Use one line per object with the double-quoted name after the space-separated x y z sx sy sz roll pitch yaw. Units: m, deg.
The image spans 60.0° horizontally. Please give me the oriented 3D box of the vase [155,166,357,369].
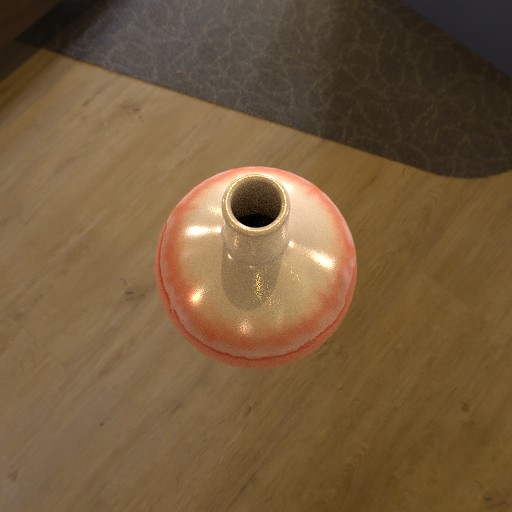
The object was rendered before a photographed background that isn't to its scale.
0.000 0.000 0.278 0.137 0.176 0.137 0 75 0 "vase"
